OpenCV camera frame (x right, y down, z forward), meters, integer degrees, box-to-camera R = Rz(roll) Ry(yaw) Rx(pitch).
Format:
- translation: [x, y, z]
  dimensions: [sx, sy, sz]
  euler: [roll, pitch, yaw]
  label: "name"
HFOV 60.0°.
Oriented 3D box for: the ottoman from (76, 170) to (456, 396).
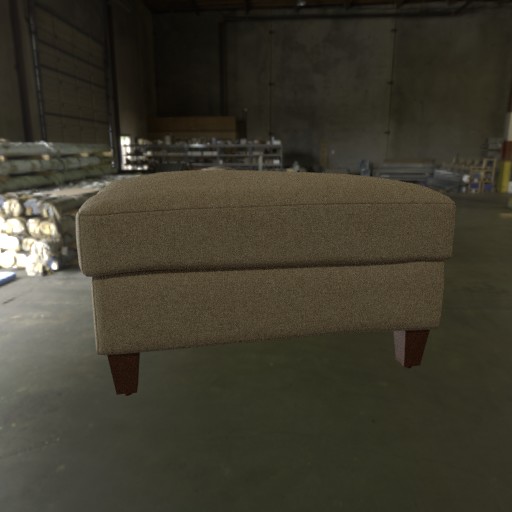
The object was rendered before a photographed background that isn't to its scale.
- translation: [0.000, 0.000, 1.341]
  dimensions: [0.889, 0.511, 0.692]
  euler: [-3, 14, -10]
  label: "ottoman"
